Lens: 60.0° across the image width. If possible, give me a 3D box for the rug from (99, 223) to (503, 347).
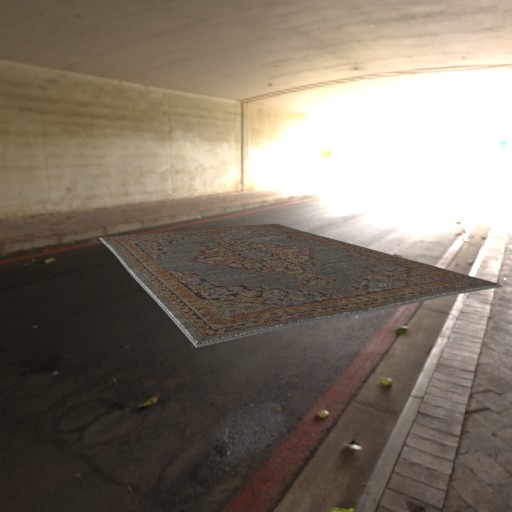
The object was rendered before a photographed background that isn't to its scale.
[{"bbox_3d":[0.000,0.000,3.614,2.043,0.026,2.901,-6,14,-26],"label":"rug"}]
